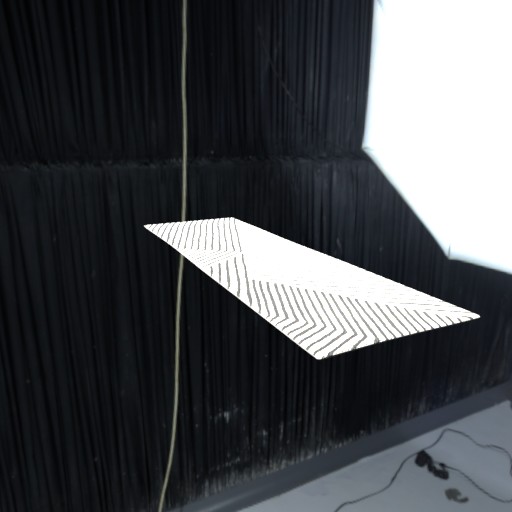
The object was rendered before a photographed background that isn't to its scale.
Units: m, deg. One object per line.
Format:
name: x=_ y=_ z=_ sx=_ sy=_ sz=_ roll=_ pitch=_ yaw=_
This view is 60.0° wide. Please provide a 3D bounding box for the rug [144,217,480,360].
rug: x=0.000 y=0.000 z=2.639 sx=0.773 sy=0.020 sz=2.439 roll=-7 pitch=17 yaw=-26
